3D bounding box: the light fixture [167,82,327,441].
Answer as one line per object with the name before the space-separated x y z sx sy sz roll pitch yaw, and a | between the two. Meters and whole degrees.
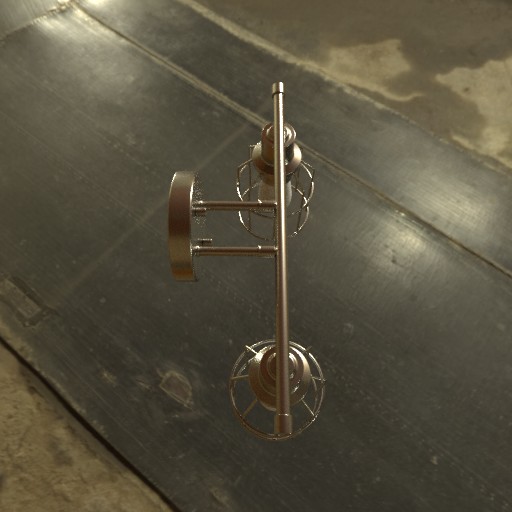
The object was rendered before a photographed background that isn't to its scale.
light fixture | 0.000 0.000 0.533 0.165 0.254 0.406 1 64 0
